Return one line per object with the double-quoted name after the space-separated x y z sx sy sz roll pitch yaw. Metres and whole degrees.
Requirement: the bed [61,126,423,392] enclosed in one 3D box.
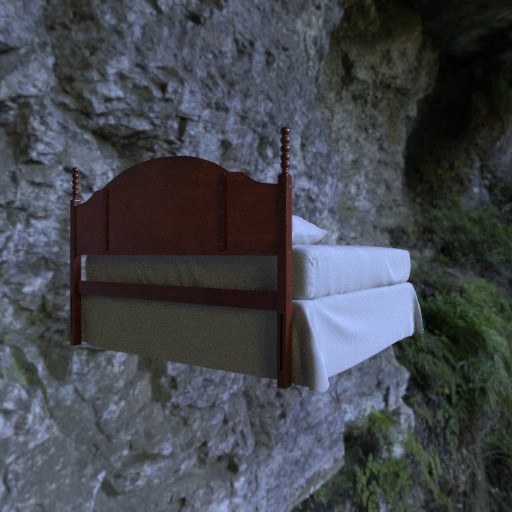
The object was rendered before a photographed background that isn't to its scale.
0.000 0.000 3.715 2.322 1.355 2.219 0 0 35 "bed"
